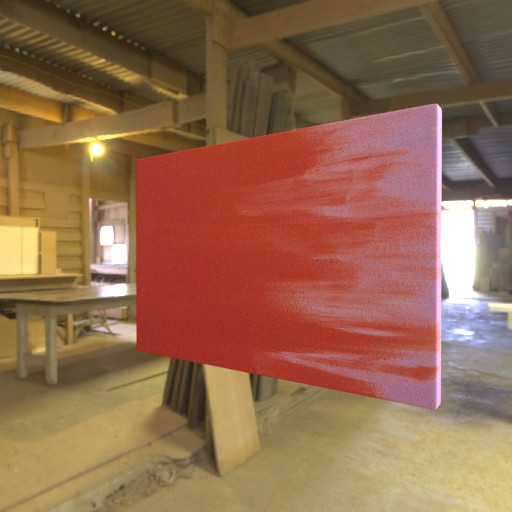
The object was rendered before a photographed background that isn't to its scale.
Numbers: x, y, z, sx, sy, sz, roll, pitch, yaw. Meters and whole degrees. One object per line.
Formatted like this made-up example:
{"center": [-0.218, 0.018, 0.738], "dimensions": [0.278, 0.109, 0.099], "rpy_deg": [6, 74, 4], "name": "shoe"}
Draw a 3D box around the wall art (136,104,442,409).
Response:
{"center": [0.000, 0.000, 1.160], "dimensions": [0.913, 0.609, 0.040], "rpy_deg": [0, 1, 36], "name": "wall art"}
